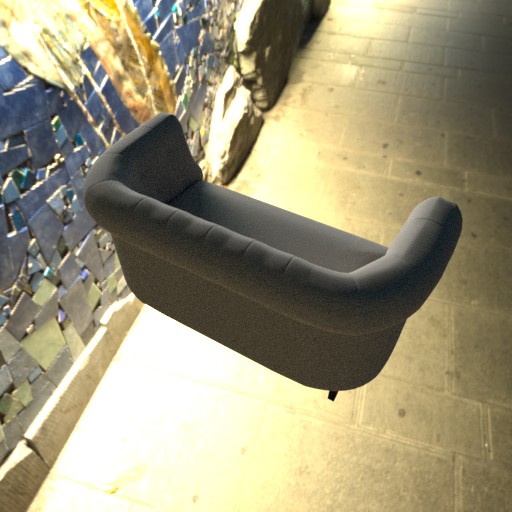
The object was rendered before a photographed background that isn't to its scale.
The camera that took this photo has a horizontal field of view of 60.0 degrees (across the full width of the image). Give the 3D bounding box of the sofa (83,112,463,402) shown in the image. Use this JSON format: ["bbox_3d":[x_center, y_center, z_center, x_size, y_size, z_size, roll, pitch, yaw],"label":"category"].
[{"bbox_3d":[0.000,0.000,2.068,1.558,0.827,0.835,23,49,21],"label":"sofa"}]
